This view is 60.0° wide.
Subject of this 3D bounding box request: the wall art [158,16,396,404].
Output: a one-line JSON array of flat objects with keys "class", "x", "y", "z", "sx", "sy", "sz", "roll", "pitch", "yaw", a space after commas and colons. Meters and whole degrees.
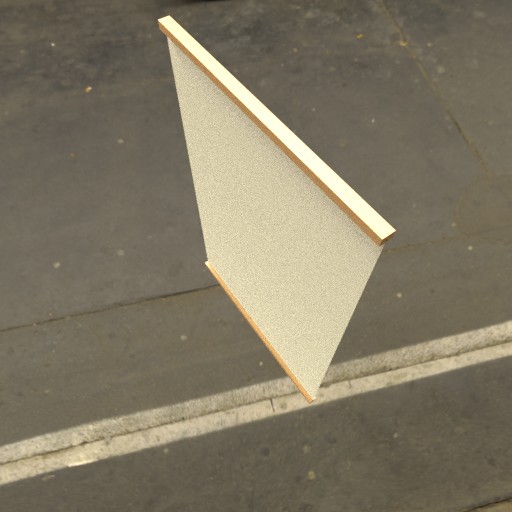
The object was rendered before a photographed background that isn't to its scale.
[{"class": "wall art", "x": 0.000, "y": 0.000, "z": 1.221, "sx": 0.027, "sy": 1.020, "sz": 0.669, "roll": -31, "pitch": 64, "yaw": -17}]
